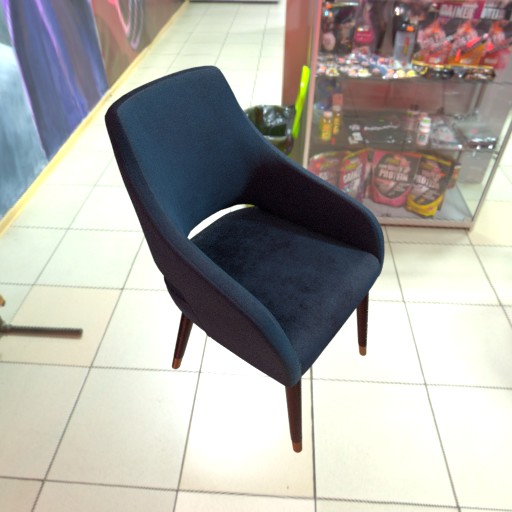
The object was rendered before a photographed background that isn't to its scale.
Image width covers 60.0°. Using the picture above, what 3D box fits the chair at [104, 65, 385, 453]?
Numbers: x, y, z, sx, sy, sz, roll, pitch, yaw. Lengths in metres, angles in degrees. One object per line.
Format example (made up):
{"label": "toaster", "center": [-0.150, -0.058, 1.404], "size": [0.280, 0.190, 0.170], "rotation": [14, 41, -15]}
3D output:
{"label": "chair", "center": [0.000, 0.000, 1.574], "size": [0.794, 1.081, 0.683], "rotation": [26, 47, 27]}
